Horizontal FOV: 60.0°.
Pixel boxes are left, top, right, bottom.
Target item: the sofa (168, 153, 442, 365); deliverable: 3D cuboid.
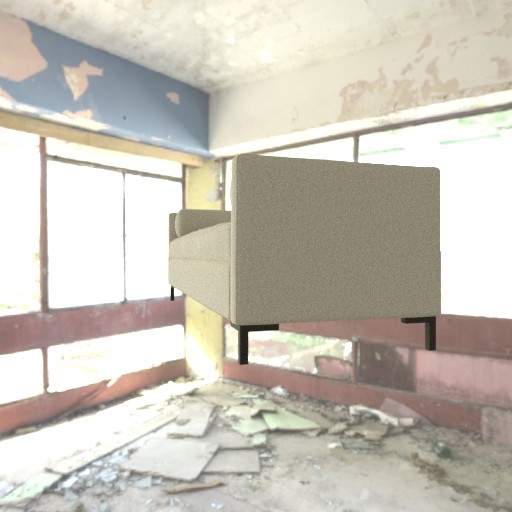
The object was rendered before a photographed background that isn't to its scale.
[{"bbox_3d":[0.000,0.000,2.339,0.746,0.641,1.985,0,0,-17],"label":"sofa"}]
